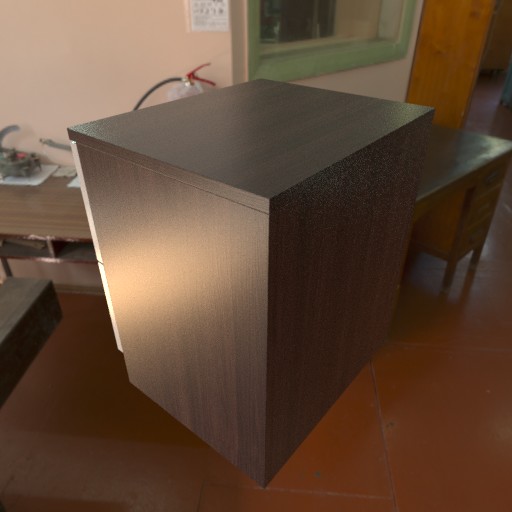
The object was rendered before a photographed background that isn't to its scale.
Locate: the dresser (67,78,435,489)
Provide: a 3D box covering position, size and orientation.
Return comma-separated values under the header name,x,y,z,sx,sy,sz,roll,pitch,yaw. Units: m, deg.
name,x,y,z,sx,sy,sz,roll,pitch,yaw
dresser,0.000,0.000,0.750,0.360,0.470,0.400,24,40,32
